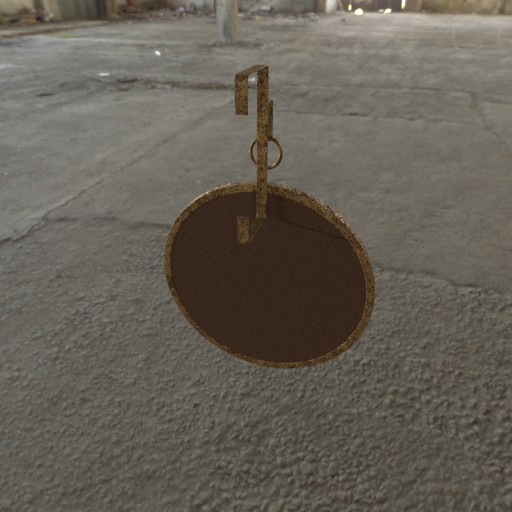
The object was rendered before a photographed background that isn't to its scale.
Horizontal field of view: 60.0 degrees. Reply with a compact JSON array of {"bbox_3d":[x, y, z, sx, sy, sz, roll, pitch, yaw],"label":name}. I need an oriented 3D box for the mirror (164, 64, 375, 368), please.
[{"bbox_3d":[0.000,0.000,0.823,0.447,0.651,0.144,9,32,14],"label":"mirror"}]
